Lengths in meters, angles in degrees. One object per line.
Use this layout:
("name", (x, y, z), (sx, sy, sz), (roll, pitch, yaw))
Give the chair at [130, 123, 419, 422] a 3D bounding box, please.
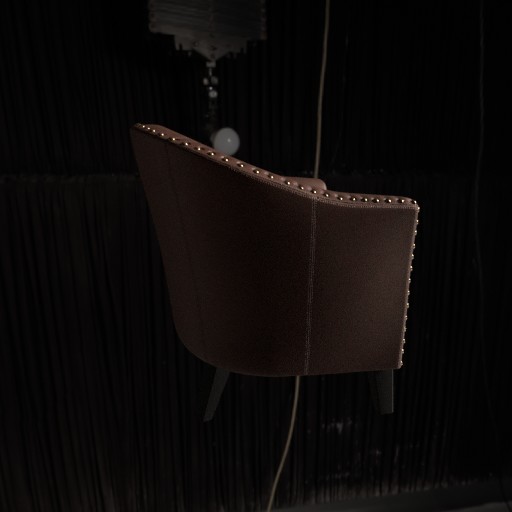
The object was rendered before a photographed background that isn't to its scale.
("chair", (0.000, 0.000, 1.460), (0.748, 0.823, 0.794), (-3, 14, -10))
